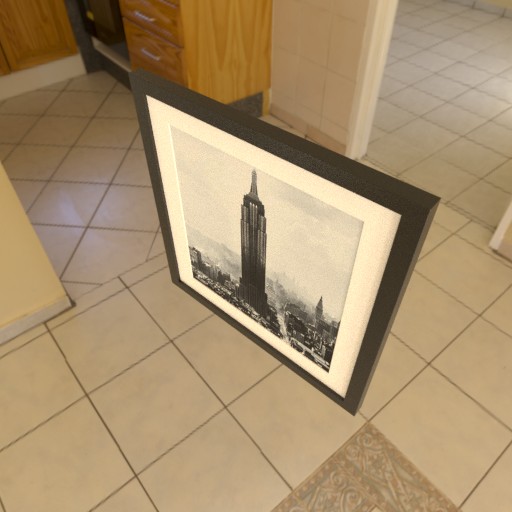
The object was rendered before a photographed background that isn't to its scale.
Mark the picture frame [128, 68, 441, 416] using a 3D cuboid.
[{"bbox_3d":[0.000,0.000,0.848,0.559,0.557,0.029,32,54,27],"label":"picture frame"}]
